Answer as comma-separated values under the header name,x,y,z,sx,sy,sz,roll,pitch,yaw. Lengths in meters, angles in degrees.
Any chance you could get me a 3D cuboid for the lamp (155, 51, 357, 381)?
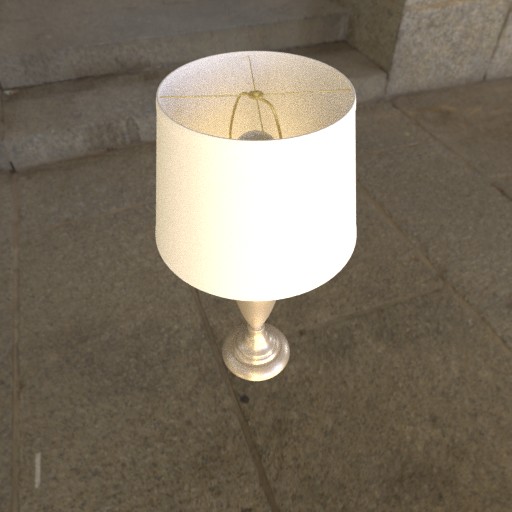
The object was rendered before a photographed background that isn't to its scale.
name,x,y,z,sx,sy,sz,roll,pitch,yaw
lamp,0.000,0.000,0.787,0.328,0.612,0.328,0,45,0
